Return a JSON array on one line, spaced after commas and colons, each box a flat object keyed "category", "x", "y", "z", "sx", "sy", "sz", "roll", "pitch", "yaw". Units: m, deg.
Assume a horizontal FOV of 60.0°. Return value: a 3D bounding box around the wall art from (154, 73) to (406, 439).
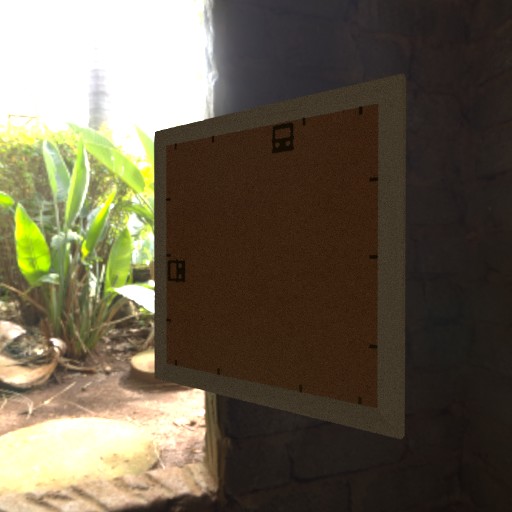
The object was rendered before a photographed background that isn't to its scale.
[{"category": "wall art", "x": 0.000, "y": 0.000, "z": 0.881, "sx": 0.584, "sy": 0.584, "sz": 0.013, "roll": 0, "pitch": 1, "yaw": 36}]
